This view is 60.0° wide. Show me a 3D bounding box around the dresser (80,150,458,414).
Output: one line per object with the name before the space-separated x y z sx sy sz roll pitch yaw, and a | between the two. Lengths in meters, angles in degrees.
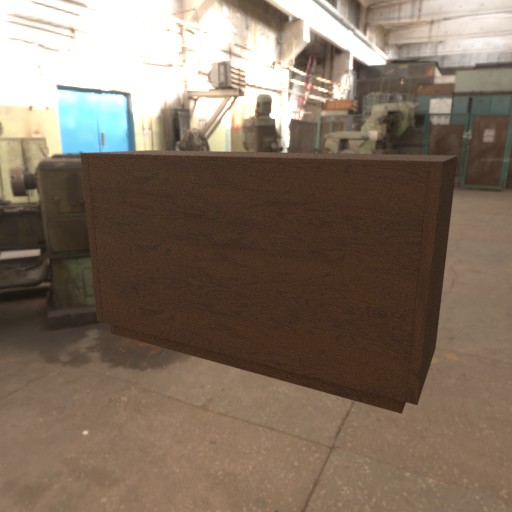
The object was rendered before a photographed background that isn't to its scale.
dresser | 0.000 0.000 1.980 1.523 0.889 0.512 8 17 27
